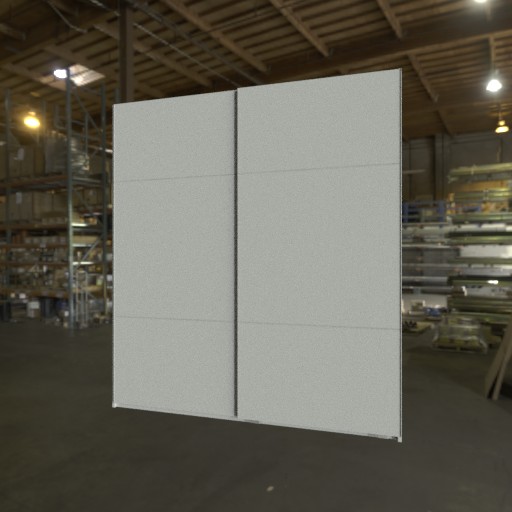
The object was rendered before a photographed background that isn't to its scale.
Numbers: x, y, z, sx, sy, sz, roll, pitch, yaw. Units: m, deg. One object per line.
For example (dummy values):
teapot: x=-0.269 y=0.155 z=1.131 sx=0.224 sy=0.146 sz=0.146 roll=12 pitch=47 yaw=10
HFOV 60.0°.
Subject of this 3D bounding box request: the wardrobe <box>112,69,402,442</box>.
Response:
wardrobe: x=0.000 y=0.000 z=2.867 sx=1.780 sy=1.960 sz=0.629 roll=0 pitch=0 yaw=17
